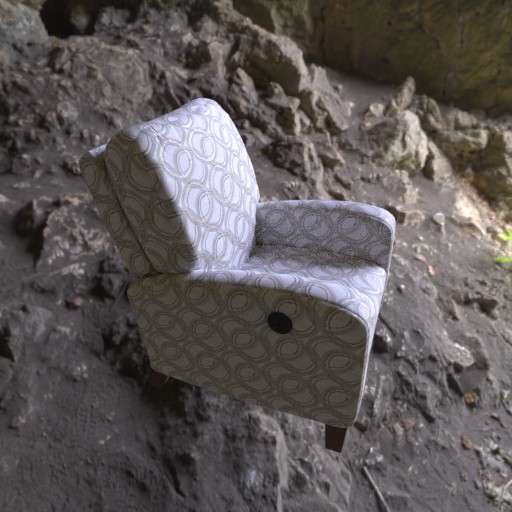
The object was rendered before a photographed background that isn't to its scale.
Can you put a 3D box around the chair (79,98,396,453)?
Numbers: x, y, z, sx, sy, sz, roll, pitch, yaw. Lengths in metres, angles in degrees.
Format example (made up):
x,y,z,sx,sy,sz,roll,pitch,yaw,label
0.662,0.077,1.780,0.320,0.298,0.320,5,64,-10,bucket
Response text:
x,y,z,sx,sy,sz,roll,pitch,yaw,label
0.000,0.000,1.747,0.995,1.065,0.796,11,32,18,chair
